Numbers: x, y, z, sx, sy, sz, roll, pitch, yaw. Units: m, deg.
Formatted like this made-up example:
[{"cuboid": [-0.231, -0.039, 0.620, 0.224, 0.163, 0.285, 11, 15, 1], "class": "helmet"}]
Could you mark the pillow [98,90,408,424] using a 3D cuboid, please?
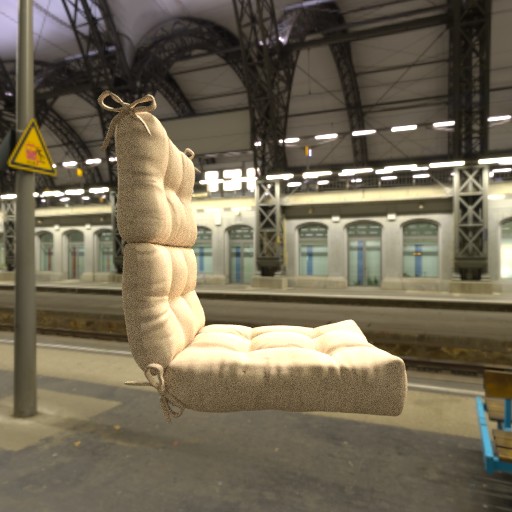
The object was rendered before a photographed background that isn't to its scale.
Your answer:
[{"cuboid": [0.000, 0.000, 1.029, 0.571, 0.605, 0.519, 0, 0, 2], "class": "pillow"}]
